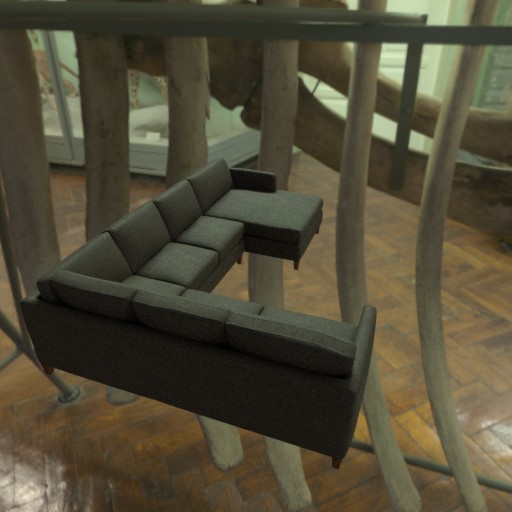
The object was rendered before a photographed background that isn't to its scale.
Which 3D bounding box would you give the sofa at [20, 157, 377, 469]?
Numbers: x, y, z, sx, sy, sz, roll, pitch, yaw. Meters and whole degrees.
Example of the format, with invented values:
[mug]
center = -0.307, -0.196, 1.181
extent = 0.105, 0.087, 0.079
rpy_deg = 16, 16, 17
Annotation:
[sofa]
center = 0.000, 0.000, 4.467
extent = 2.594, 0.961, 3.460
rpy_deg = 11, 32, 18
